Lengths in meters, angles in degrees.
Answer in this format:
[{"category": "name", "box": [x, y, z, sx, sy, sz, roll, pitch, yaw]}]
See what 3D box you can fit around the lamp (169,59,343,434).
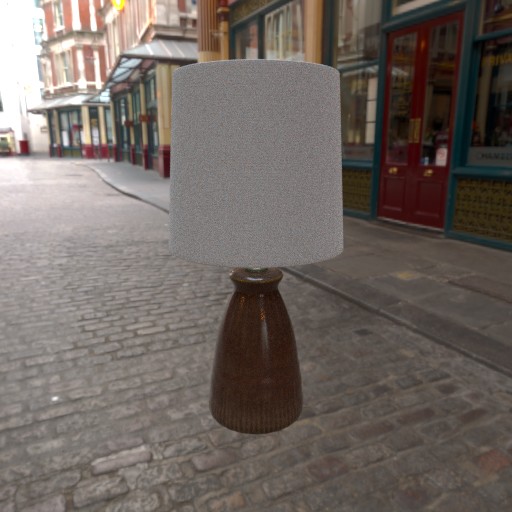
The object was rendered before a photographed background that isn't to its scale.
[{"category": "lamp", "box": [0.000, 0.000, 0.484, 0.186, 0.369, 0.186, 0, 13, 0]}]
